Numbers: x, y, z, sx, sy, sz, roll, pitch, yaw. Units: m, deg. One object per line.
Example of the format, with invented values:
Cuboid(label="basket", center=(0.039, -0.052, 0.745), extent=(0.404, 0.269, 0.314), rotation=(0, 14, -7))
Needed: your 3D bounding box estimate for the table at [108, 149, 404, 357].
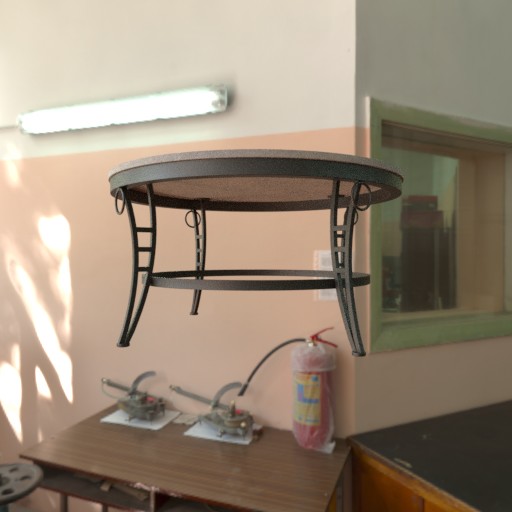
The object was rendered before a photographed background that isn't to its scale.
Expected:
Cuboid(label="table", center=(0.000, 0.000, 1.407), extent=(0.889, 0.470, 0.889), rotation=(0, 0, 0))
